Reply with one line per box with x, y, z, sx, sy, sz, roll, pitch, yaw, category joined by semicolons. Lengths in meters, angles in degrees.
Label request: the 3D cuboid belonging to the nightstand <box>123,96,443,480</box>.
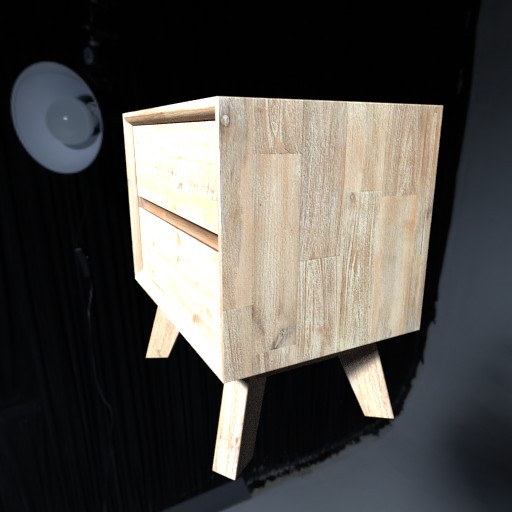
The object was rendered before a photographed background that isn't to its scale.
0.000;0.000;0.943;0.396;0.589;0.552;-8;17;-27;nightstand
